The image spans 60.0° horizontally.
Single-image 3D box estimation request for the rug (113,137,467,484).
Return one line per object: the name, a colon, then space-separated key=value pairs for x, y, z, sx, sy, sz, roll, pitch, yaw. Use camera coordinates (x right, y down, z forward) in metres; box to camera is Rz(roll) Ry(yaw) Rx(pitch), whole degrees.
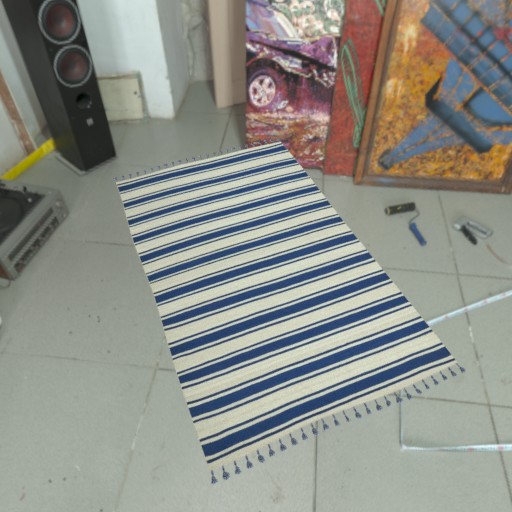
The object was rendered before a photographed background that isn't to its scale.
rug: x=0.000 y=0.000 z=2.535 sx=1.248 sy=0.009 sz=2.108 roll=-17 pitch=50 yaw=-15
